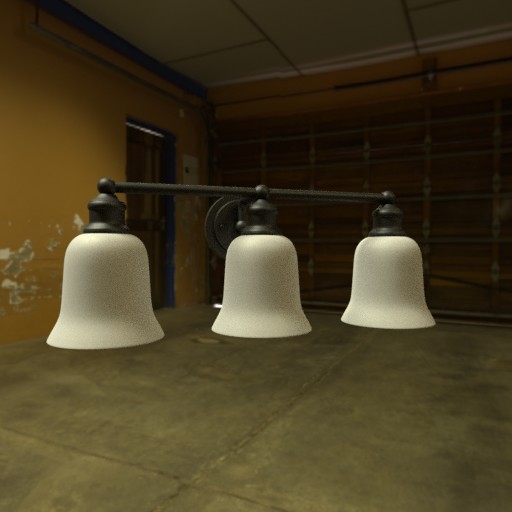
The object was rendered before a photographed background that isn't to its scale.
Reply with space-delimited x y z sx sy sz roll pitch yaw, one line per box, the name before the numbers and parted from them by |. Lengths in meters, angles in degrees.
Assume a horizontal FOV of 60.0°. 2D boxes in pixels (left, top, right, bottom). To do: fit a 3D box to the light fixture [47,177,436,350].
light fixture | 0.000 0.000 0.669 0.570 0.211 0.198 0 1 -18
